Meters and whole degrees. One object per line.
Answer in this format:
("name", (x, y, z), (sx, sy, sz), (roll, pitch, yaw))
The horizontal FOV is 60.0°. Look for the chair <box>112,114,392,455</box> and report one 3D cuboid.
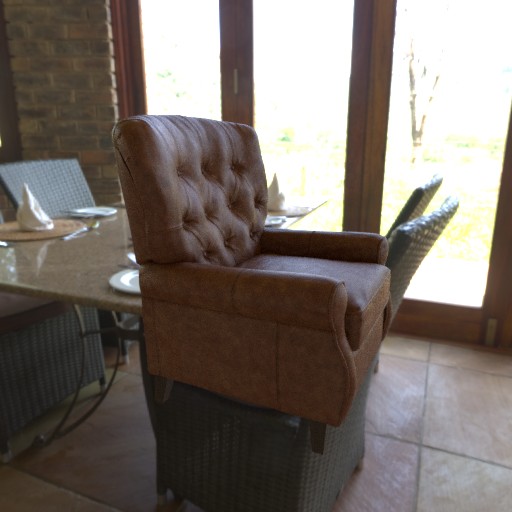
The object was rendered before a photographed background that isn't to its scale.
("chair", (0.000, 0.000, 1.887), (1.059, 1.164, 0.951), (7, 17, 25))
